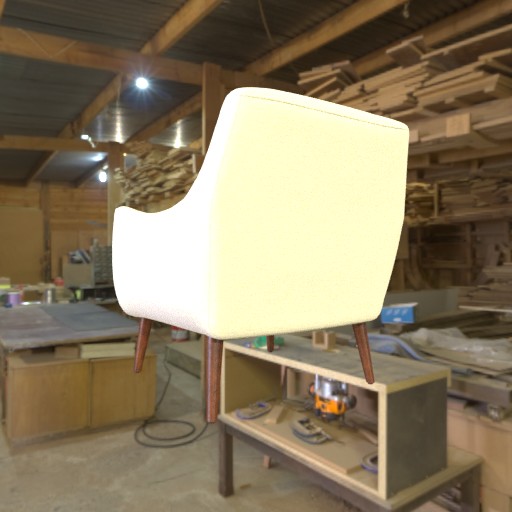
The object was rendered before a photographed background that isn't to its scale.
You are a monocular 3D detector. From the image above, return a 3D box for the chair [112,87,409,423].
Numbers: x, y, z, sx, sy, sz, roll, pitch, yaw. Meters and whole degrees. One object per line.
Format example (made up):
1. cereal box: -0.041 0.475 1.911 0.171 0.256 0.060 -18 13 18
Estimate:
1. chair: 0.000 0.000 1.481 0.762 0.838 0.787 0 1 -34
